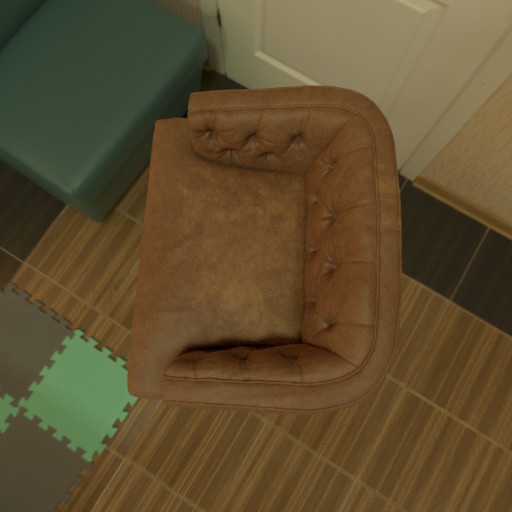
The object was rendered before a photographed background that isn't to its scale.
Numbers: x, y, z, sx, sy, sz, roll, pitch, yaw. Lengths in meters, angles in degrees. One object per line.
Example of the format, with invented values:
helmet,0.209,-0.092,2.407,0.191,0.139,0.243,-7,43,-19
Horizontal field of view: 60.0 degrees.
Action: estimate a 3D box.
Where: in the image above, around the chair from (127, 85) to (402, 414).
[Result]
chair,0.000,0.000,1.752,0.911,0.836,1.119,3,77,1
